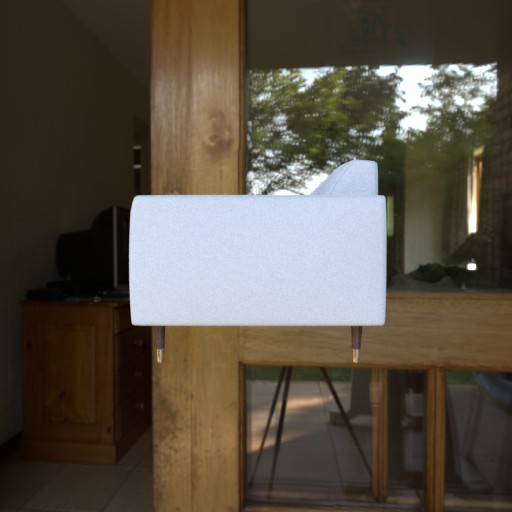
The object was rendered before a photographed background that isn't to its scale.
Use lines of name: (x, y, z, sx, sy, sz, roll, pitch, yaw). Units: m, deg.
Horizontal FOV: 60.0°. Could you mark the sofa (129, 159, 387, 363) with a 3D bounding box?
sofa: (0.000, 0.000, 2.758, 0.990, 0.821, 2.291, 0, 1, 0)
